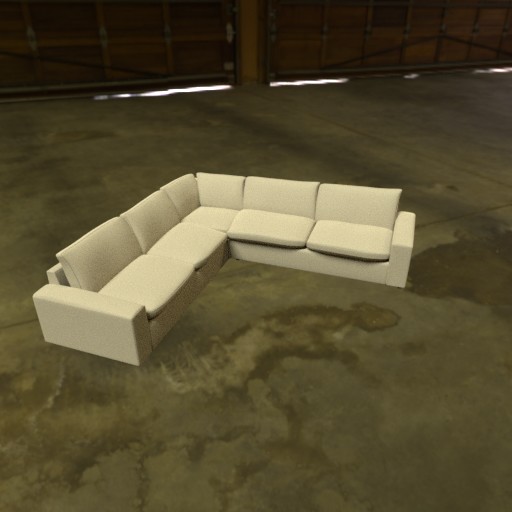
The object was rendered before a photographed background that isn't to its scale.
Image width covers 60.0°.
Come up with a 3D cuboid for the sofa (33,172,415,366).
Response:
[{"bbox_3d":[0.000,0.000,4.835,3.206,0.918,3.066,10,30,17],"label":"sofa"}]
